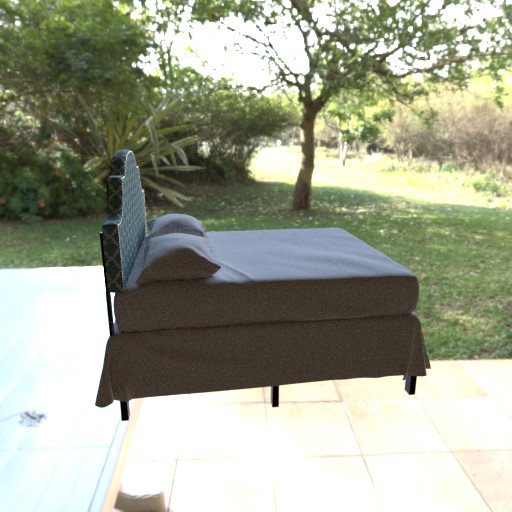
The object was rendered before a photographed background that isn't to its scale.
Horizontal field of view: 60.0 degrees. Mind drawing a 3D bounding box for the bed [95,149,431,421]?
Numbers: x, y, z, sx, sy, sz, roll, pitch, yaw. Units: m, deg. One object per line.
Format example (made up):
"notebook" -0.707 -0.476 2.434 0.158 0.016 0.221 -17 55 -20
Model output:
"bed" 0.000 0.000 3.463 2.222 1.633 1.780 -2 16 -8
